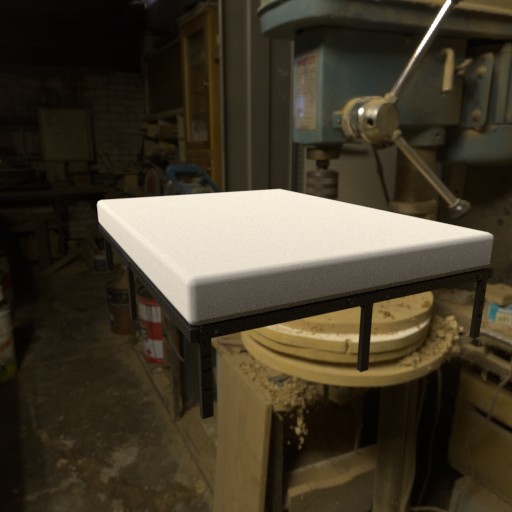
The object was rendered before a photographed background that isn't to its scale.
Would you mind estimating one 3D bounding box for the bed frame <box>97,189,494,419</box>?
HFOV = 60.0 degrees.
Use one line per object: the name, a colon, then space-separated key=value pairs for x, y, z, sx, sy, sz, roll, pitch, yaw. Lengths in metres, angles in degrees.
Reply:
bed frame: x=0.000 y=0.000 z=3.475 sx=1.990 sy=0.680 sz=2.635 roll=-8 pitch=17 yaw=-26
